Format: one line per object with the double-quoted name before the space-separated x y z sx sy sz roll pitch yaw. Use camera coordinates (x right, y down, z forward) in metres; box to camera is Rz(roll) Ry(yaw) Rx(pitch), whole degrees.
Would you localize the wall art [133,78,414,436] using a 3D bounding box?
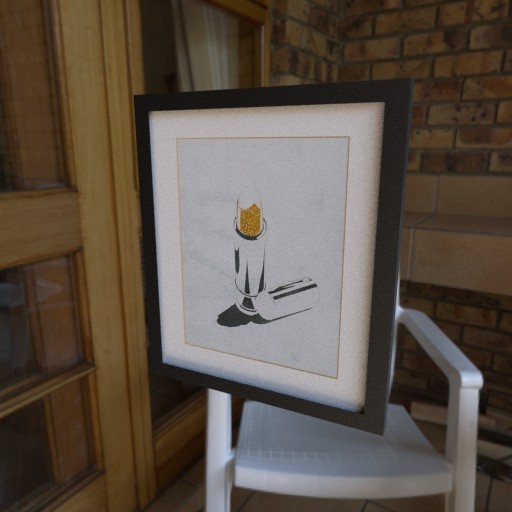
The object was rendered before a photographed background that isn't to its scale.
"wall art" 0.000 0.000 0.535 0.330 0.381 0.019 7 16 25
